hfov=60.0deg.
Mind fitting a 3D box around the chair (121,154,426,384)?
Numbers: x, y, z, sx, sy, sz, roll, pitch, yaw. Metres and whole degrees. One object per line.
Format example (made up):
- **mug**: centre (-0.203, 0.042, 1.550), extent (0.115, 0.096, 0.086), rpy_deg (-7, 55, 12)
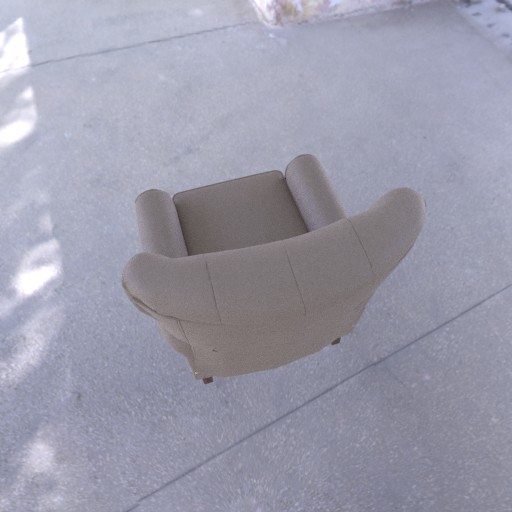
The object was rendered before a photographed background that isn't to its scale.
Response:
- **chair**: centre (0.000, 0.000, 1.927), extent (0.999, 1.138, 1.041), rpy_deg (-15, 59, -9)
